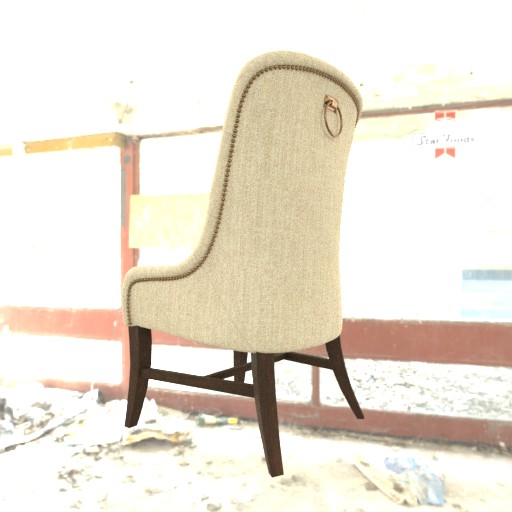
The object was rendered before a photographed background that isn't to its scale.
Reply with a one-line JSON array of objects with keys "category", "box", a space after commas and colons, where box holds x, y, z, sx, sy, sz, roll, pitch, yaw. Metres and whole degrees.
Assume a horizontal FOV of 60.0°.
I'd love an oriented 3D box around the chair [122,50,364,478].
[{"category": "chair", "box": [0.000, 0.000, 1.457, 0.629, 1.091, 0.634, 0, 0, 37]}]
